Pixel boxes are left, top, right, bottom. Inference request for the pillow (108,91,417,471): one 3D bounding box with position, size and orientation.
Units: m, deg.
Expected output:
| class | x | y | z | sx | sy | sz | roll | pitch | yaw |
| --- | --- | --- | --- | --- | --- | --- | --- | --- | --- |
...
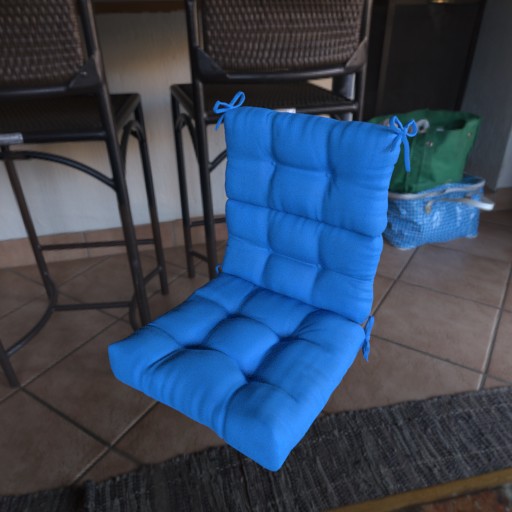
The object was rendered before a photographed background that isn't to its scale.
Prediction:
| class | x | y | z | sx | sy | sz | roll | pitch | yaw |
| --- | --- | --- | --- | --- | --- | --- | --- | --- | --- |
| pillow | 0.000 | 0.000 | 1.014 | 0.519 | 0.605 | 0.571 | 18 | 34 | 29 |
